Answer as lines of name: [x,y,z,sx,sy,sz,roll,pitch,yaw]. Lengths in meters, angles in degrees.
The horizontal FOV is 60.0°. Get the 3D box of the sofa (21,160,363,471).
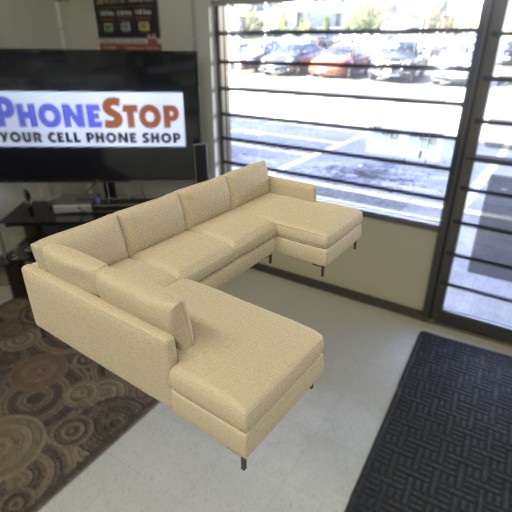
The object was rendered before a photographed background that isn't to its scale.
sofa: [0.000,0.000,3.451,1.879,0.756,2.737,18,32,32]
